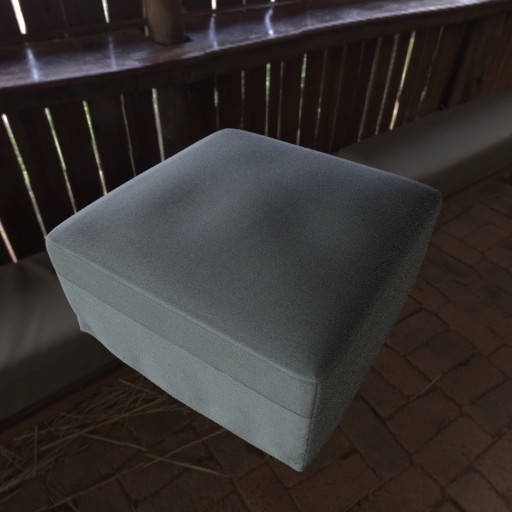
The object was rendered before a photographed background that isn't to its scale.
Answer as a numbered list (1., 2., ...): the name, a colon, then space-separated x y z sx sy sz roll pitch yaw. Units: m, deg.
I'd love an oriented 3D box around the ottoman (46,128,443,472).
1. ottoman: 0.000 0.000 1.350 0.843 0.441 0.842 23 45 25
